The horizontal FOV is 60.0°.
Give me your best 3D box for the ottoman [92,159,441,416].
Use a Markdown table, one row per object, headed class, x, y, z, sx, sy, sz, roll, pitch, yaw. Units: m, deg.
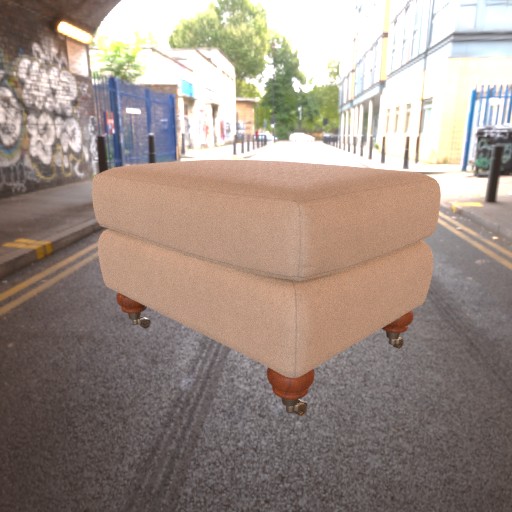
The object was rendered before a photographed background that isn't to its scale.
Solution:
| class | x | y | z | sx | sy | sz | roll | pitch | yaw |
| --- | --- | --- | --- | --- | --- | --- | --- | --- | --- |
| ottoman | 0.000 | 0.000 | 1.200 | 0.773 | 0.499 | 0.569 | 15 | 22 | 43 |
